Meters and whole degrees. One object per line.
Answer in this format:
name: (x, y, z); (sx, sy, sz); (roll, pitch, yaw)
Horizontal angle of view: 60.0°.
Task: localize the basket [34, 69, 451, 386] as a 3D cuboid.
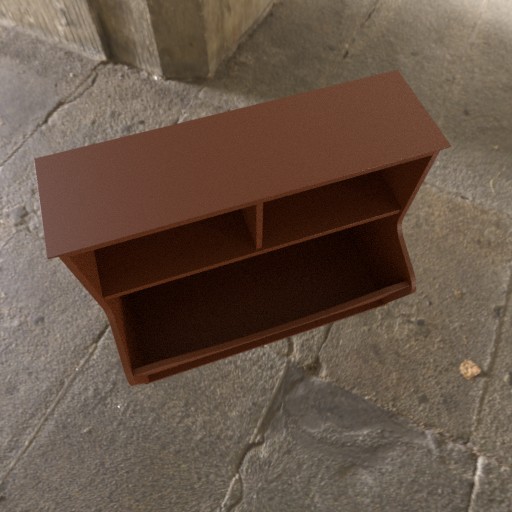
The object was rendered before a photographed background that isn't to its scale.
basket: (0.000, 0.000, 1.121); (0.792, 0.625, 0.376); (-17, 64, -9)
